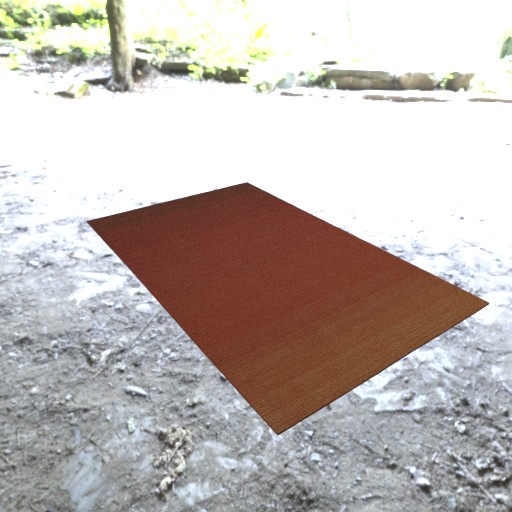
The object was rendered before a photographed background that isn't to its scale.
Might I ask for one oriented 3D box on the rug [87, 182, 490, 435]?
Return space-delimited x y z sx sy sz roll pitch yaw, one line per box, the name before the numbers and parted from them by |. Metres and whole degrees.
rug | 0.000 0.000 2.994 1.531 0.010 2.442 -19 35 -30
